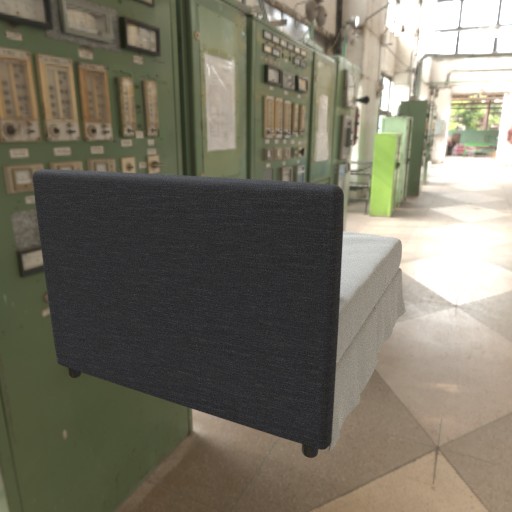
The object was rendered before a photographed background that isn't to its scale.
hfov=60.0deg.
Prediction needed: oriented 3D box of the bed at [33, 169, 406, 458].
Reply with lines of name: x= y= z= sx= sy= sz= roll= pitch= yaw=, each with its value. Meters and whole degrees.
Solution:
bed: x=0.000 y=0.000 z=3.211 sx=1.884 sy=1.330 sz=2.142 roll=8 pitch=17 yaw=26
